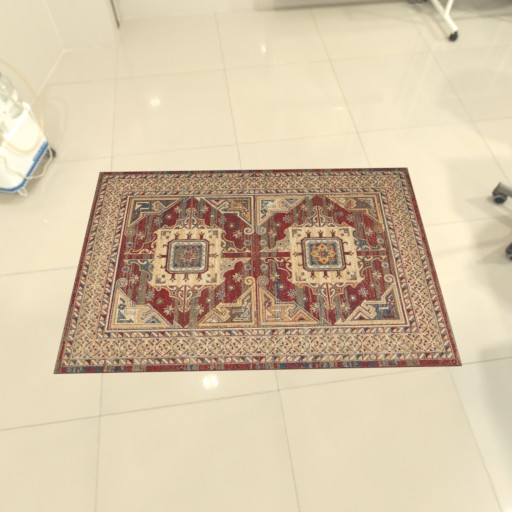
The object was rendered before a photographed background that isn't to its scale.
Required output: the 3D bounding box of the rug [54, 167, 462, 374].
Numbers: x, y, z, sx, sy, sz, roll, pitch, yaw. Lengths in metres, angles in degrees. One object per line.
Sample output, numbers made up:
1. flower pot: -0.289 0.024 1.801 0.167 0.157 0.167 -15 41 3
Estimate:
1. rug: 0.000 0.000 5.785 4.578 0.033 3.033 -1 57 -1
